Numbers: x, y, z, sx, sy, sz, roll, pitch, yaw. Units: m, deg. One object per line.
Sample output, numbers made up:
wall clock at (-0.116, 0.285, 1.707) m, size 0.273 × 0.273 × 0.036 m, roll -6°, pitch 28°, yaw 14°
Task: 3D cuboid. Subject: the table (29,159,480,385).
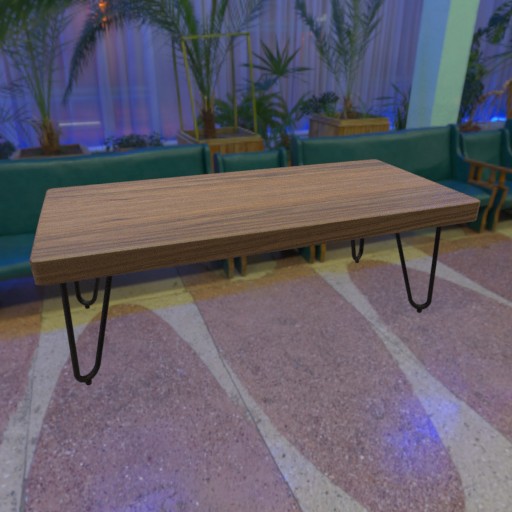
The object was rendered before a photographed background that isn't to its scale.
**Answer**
table at (0.000, 0.000, 1.631) m, size 1.375 × 0.468 × 0.637 m, roll -9°, pitch 27°, yaw -17°
